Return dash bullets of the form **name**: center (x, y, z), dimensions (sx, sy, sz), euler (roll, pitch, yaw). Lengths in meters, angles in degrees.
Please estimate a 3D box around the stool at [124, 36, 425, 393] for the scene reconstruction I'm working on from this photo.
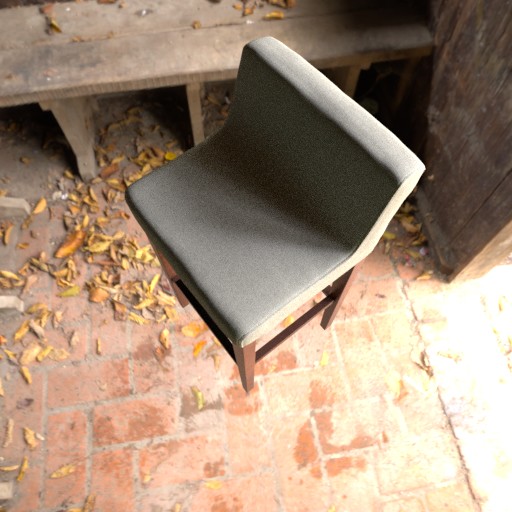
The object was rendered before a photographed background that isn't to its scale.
- **stool**: center (0.000, 0.000, 1.350), dimensions (0.500, 1.037, 0.511), euler (-35, 69, -16)
